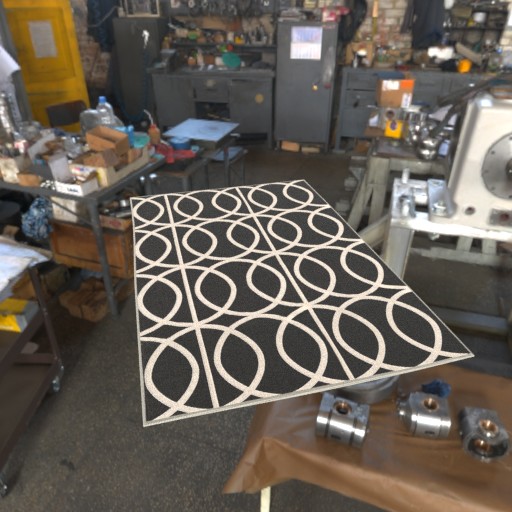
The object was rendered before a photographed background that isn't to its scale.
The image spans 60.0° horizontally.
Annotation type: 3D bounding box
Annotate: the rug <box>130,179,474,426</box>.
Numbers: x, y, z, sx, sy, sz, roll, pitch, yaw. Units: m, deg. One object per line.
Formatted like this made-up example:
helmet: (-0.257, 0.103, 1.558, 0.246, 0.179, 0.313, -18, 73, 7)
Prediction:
rug: (0.000, 0.000, 2.848, 1.528, 0.014, 2.294, -8, 32, -13)
